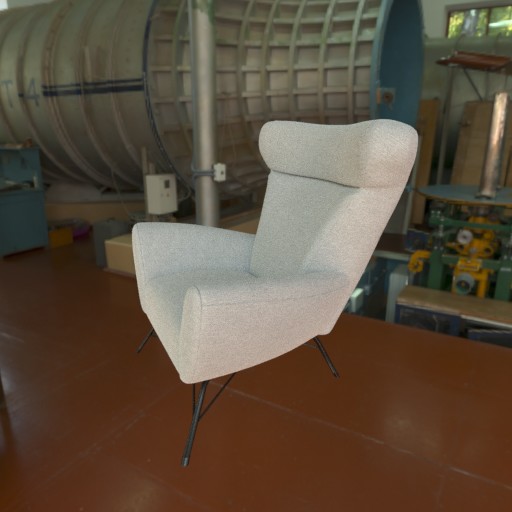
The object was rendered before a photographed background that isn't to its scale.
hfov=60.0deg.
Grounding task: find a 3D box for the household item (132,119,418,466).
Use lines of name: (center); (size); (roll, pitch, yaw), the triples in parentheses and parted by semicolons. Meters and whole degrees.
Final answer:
household item: (0.000, 0.000, 1.789); (0.900, 1.050, 0.980); (-8, 18, -24)
